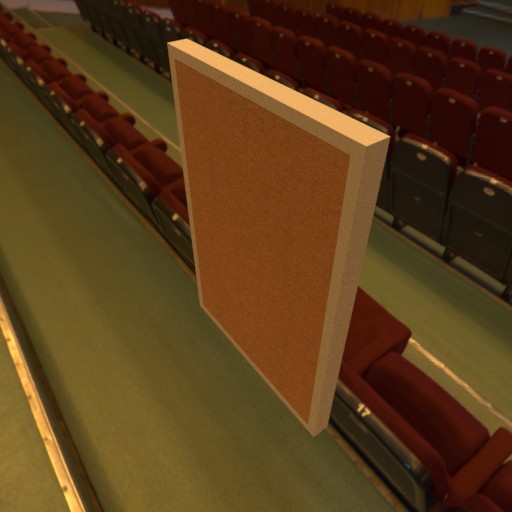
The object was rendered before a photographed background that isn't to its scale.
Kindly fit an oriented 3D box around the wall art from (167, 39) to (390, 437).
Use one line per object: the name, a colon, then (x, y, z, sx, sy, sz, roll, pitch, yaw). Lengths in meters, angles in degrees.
wall art: (0.000, 0.000, 0.545, 0.025, 0.428, 0.293, -26, 48, -26)
